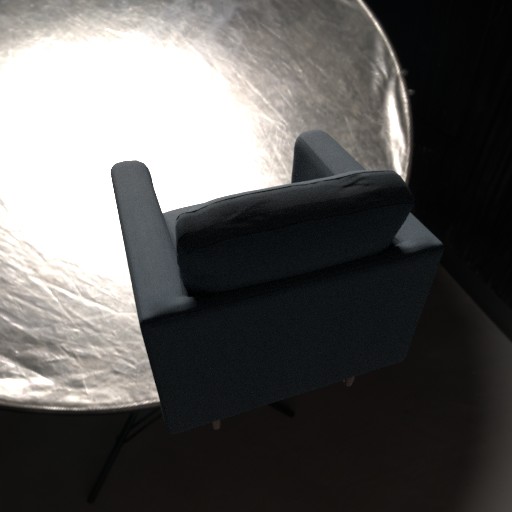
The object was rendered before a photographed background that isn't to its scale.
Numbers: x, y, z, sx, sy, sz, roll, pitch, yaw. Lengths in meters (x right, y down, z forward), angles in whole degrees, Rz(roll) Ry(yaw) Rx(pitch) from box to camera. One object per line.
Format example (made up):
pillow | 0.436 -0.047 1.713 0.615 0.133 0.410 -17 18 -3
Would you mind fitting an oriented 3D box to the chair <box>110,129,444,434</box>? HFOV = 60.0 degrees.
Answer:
chair | 0.000 0.000 1.558 0.855 0.922 0.820 -13 43 -14
